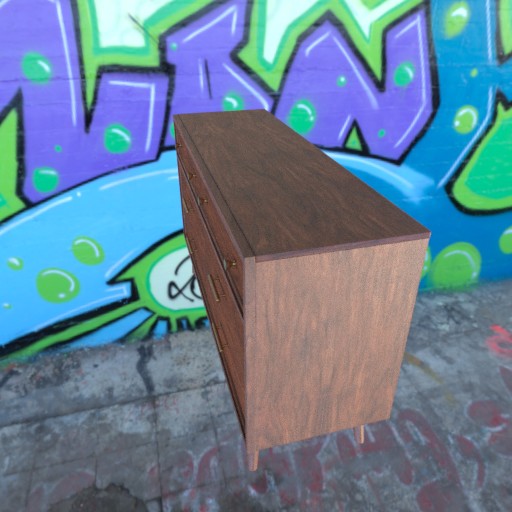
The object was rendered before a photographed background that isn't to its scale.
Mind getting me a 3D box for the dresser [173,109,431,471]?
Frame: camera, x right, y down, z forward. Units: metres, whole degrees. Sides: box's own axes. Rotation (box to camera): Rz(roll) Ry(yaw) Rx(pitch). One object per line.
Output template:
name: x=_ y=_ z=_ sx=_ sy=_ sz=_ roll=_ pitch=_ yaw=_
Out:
dresser: x=0.000 y=0.000 z=1.884 sx=0.500 sy=0.889 sz=1.472 roll=-8 pitch=31 yaw=-13
